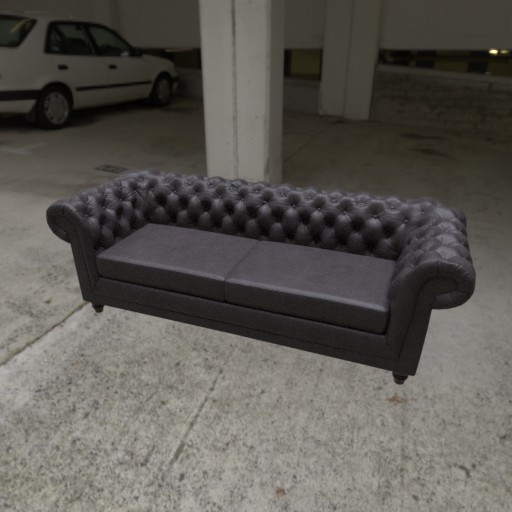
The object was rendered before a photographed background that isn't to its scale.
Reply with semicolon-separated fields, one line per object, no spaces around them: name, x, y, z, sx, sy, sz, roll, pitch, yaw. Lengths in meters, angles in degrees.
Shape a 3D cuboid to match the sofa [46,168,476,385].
sofa;0.000;0.000;2.791;2.385;0.783;0.944;9;28;18
